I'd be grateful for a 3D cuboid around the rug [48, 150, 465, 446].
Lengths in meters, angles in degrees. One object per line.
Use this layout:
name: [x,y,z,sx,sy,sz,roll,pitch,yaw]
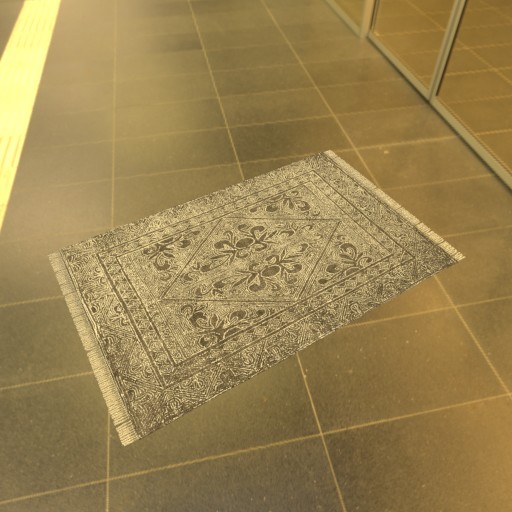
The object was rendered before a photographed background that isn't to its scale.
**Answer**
rug: [0.000,0.000,3.041,2.440,0.010,1.529,-24,52,-21]
